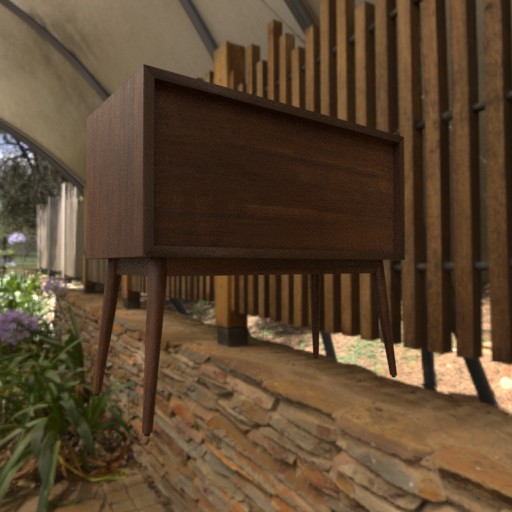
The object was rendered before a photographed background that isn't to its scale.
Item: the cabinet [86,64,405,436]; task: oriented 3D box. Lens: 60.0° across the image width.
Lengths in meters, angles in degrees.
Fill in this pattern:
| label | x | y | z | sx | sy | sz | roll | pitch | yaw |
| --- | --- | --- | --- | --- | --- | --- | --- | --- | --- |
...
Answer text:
| label | x | y | z | sx | sy | sz | roll | pitch | yaw |
| --- | --- | --- | --- | --- | --- | --- | --- | --- | --- |
| cabinet | 0.000 | 0.000 | 1.128 | 0.743 | 0.654 | 0.354 | 1 | -2 | -36 |
